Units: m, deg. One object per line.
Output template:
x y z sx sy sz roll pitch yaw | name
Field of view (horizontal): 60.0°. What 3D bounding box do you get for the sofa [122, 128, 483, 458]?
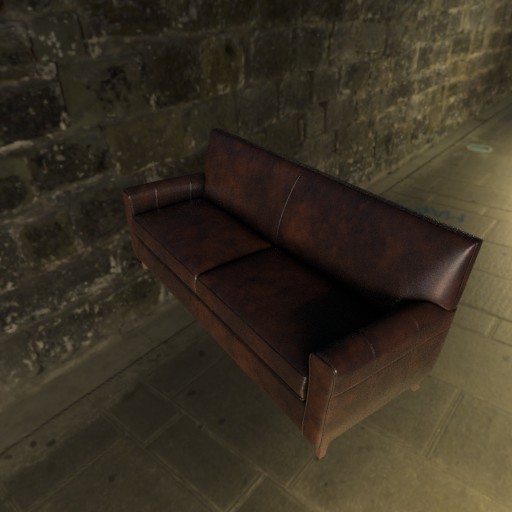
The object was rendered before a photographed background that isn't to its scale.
0.000 0.000 2.455 0.786 0.871 1.995 -20 37 -30 | sofa
